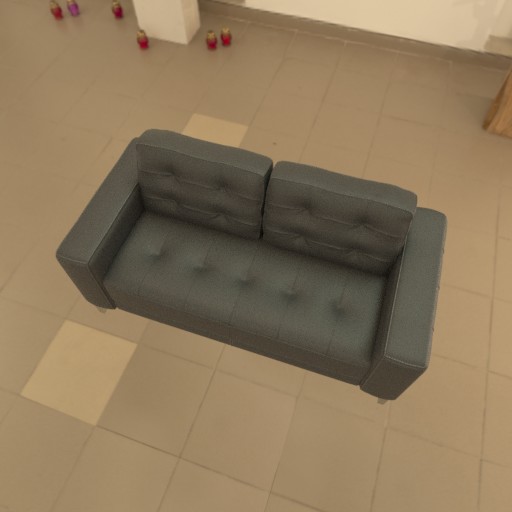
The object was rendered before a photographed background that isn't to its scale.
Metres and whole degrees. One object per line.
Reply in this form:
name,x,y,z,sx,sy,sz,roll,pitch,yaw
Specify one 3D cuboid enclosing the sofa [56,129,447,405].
sofa,0.000,0.000,2.242,1.726,0.893,0.833,16,59,10
